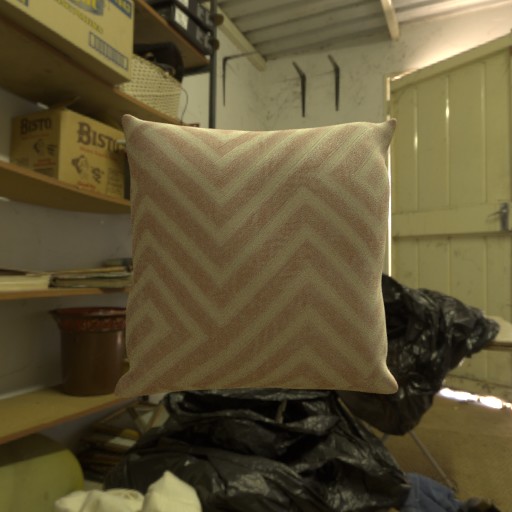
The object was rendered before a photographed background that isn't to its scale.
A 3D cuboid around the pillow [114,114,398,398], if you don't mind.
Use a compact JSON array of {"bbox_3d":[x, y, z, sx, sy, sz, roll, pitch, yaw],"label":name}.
[{"bbox_3d":[0.000,0.000,0.685,0.440,0.441,0.182,0,-1,0],"label":"pillow"}]
